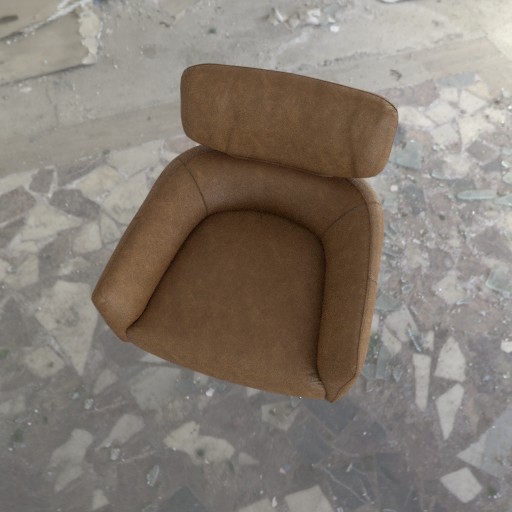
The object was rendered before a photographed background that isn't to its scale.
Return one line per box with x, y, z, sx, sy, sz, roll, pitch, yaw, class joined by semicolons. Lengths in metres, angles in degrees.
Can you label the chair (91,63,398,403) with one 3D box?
0.000;0.000;1.330;0.706;0.812;0.715;14;59;9;chair
